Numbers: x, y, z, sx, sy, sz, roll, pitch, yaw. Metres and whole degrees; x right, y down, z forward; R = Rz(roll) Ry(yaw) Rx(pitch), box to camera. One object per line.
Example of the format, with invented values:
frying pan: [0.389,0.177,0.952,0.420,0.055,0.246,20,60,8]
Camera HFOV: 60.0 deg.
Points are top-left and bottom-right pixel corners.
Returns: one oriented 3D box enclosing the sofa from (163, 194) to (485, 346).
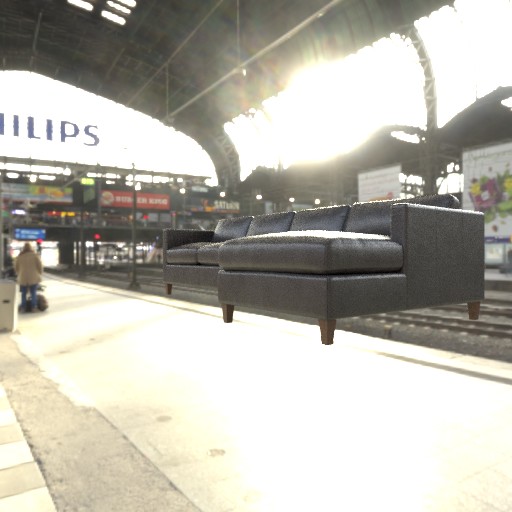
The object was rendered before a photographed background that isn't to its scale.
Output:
sofa: [0.000,0.000,3.874,1.581,0.883,3.203,0,0,-37]
